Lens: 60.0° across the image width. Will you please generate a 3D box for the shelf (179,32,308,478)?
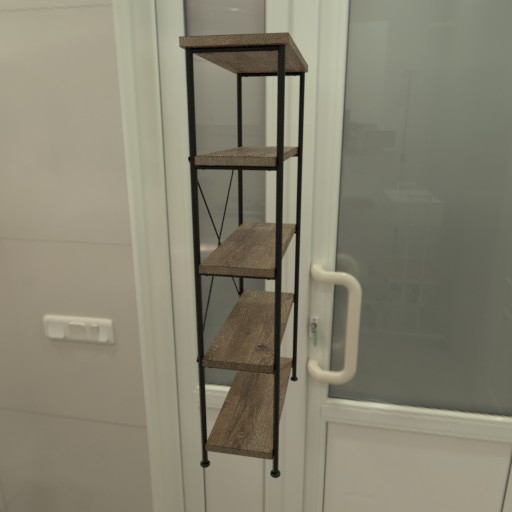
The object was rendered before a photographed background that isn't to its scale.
[{"bbox_3d":[0.000,0.000,2.027,0.360,1.700,0.800,3,17,10],"label":"shelf"}]
